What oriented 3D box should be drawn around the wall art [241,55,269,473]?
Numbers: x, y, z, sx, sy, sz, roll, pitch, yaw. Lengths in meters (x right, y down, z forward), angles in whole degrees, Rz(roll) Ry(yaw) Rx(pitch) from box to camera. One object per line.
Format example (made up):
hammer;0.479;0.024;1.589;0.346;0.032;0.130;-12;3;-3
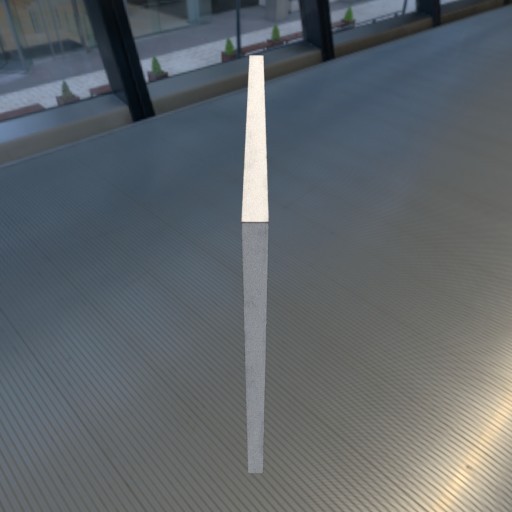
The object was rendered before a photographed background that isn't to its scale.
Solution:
wall art;0.000;0.000;1.141;0.038;0.762;0.762;0;40;0
